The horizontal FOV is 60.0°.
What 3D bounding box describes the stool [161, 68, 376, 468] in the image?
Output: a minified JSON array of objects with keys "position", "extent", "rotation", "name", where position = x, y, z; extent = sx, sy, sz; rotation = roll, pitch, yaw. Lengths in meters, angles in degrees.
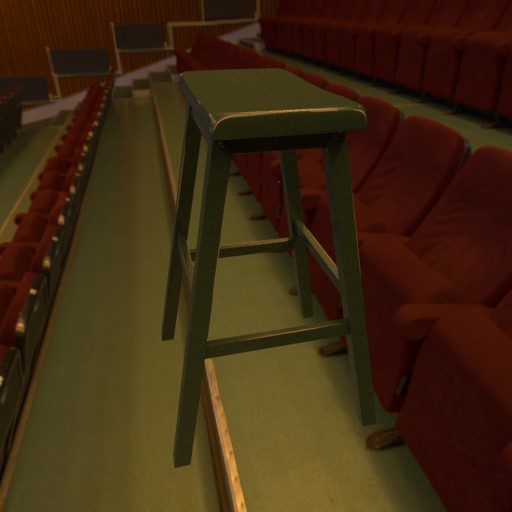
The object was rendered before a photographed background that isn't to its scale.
[{"position":[0.000,0.000,1.013],"extent":[0.476,0.737,0.457],"rotation":[-7,31,-12],"name":"stool"}]
